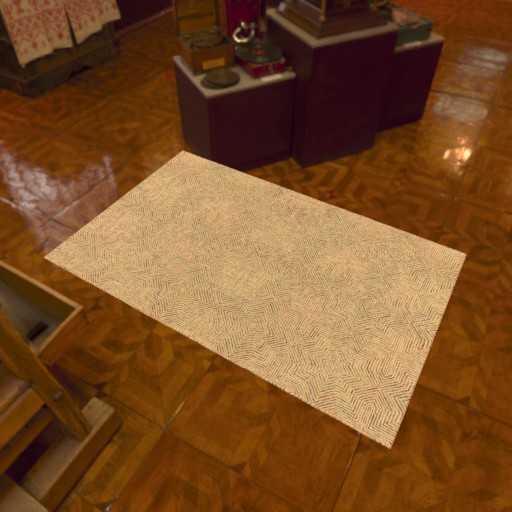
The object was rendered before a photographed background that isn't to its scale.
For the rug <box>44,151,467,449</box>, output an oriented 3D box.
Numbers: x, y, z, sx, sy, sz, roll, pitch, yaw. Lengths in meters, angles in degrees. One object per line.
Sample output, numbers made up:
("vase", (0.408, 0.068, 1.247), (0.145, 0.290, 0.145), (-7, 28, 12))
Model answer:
("rug", (0.000, 0.000, 2.999), (2.428, 0.007, 1.519), (24, 51, 21))
